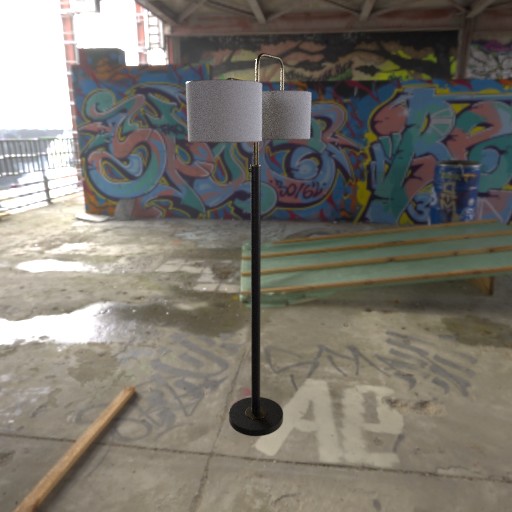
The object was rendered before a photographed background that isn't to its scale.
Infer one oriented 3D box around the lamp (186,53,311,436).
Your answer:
[{"bbox_3d":[0.000,0.000,1.863,0.254,1.587,0.711,8,18,27],"label":"lamp"}]
